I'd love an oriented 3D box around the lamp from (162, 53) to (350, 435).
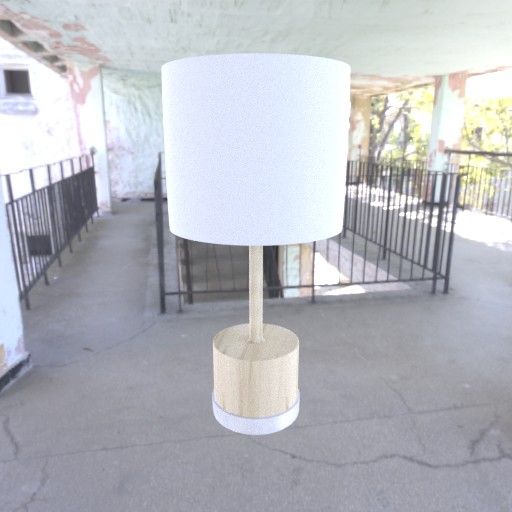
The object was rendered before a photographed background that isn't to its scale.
[{"bbox_3d":[0.000,0.000,0.603,0.229,0.470,0.229,3,15,10],"label":"lamp"}]
